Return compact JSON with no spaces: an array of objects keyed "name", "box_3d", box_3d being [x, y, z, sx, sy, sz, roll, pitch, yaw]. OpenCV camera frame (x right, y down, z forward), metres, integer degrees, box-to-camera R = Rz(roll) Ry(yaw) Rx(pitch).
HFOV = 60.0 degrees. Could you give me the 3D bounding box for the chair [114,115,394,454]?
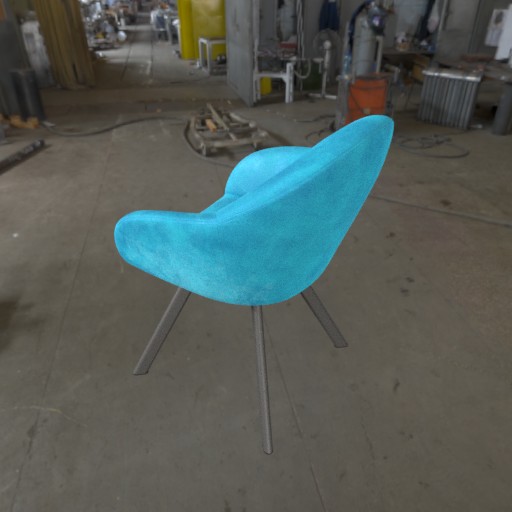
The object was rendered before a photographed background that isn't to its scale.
[{"name":"chair","box_3d":[0.000,0.000,1.181,0.590,0.795,0.550,19,37,28]}]
